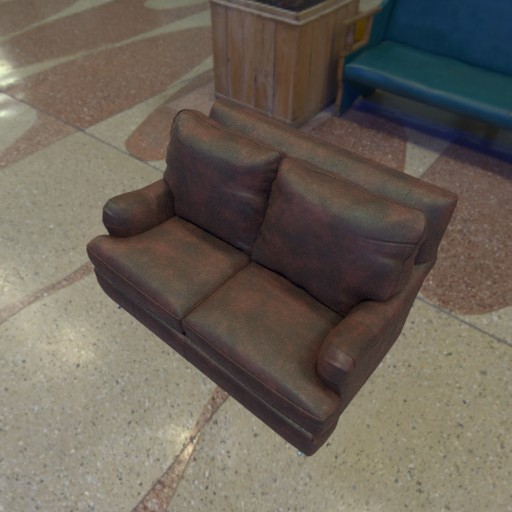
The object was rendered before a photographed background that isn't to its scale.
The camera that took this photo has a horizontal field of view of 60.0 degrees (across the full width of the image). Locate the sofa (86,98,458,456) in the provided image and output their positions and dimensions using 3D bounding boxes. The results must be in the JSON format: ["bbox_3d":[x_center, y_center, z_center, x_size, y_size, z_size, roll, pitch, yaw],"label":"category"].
[{"bbox_3d":[0.000,0.000,2.389,1.628,1.070,1.148,31,53,27],"label":"sofa"}]
